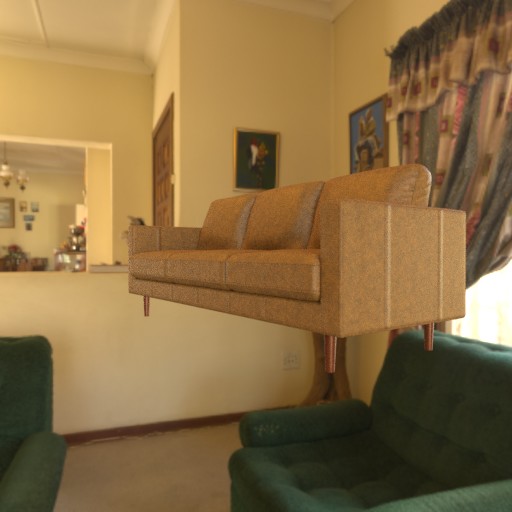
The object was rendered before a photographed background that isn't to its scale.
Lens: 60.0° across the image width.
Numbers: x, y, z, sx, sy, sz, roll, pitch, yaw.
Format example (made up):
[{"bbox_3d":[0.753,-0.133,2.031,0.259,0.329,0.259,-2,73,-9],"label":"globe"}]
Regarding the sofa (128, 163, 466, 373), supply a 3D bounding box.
[{"bbox_3d":[0.000,0.000,2.782,0.903,0.930,2.231,0,1,-36],"label":"sofa"}]
